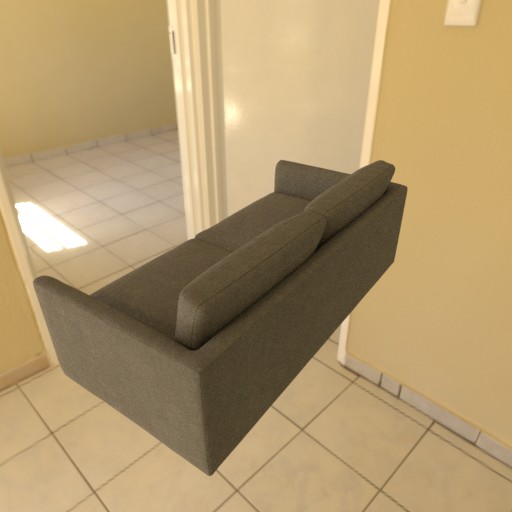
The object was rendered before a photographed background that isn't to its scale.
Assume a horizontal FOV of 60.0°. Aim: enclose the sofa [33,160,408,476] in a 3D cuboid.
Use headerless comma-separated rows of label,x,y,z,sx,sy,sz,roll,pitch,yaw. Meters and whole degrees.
sofa,0.000,0.000,2.758,1.092,0.838,2.257,20,36,30
